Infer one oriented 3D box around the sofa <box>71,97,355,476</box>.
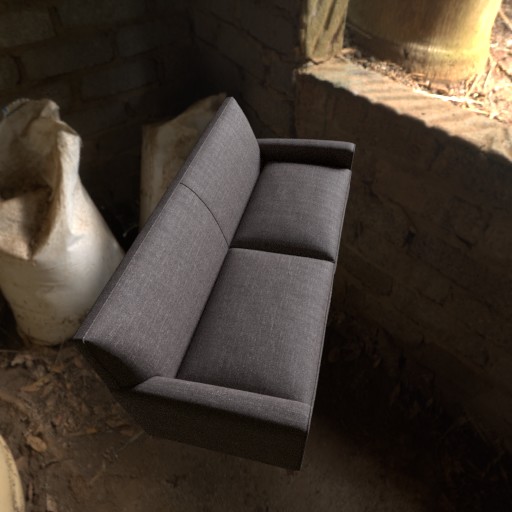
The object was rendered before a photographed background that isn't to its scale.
[{"bbox_3d":[0.000,0.000,2.413,0.875,0.846,1.976,10,46,10],"label":"sofa"}]
